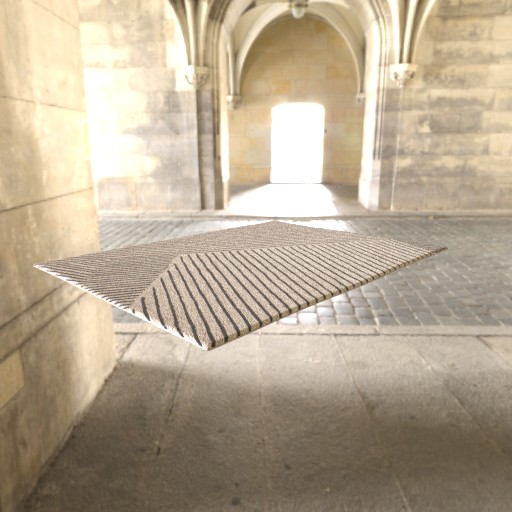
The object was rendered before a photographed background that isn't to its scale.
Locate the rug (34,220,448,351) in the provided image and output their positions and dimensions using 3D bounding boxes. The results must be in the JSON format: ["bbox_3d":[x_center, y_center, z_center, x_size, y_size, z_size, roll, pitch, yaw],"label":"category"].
[{"bbox_3d":[0.000,0.000,3.226,1.829,0.028,2.449,13,19,42],"label":"rug"}]
